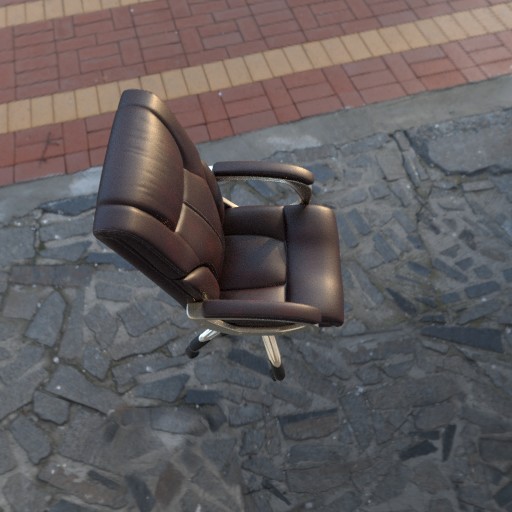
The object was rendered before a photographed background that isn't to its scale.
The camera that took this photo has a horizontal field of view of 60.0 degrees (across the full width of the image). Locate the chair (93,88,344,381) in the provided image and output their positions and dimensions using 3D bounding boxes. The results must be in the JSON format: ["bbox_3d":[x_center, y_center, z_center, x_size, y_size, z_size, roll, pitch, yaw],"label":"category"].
[{"bbox_3d":[0.000,0.000,1.560,0.739,1.107,0.662,1,63,0],"label":"chair"}]
